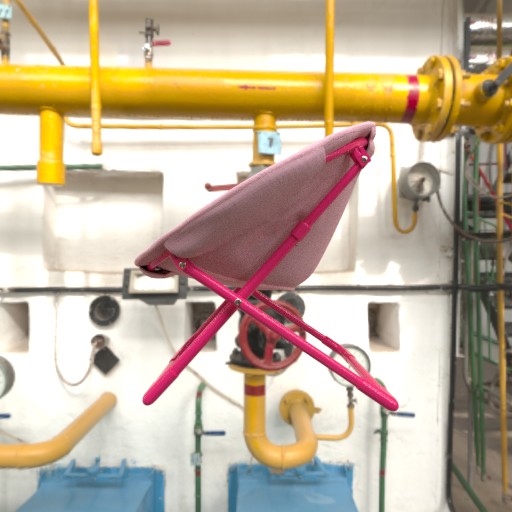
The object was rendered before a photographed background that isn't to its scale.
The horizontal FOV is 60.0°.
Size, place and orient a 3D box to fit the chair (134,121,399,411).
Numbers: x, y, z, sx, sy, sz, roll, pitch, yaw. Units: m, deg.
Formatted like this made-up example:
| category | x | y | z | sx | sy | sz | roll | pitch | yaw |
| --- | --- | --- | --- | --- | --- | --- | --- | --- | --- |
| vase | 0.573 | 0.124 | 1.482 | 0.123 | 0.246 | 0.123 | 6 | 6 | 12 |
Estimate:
| category | x | y | z | sx | sy | sz | roll | pitch | yaw |
| --- | --- | --- | --- | --- | --- | --- | --- | --- | --- |
| chair | 0.000 | 0.000 | 0.884 | 0.459 | 0.494 | 0.522 | 0 | 0 | 0 |
